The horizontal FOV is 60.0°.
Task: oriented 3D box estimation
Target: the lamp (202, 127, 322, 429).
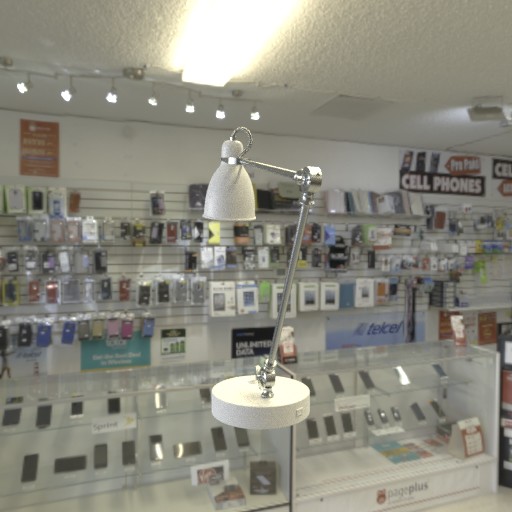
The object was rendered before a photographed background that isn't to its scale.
[{"bbox_3d":[0.000,0.000,0.870,0.187,0.587,0.561,0,1,-17],"label":"lamp"}]
